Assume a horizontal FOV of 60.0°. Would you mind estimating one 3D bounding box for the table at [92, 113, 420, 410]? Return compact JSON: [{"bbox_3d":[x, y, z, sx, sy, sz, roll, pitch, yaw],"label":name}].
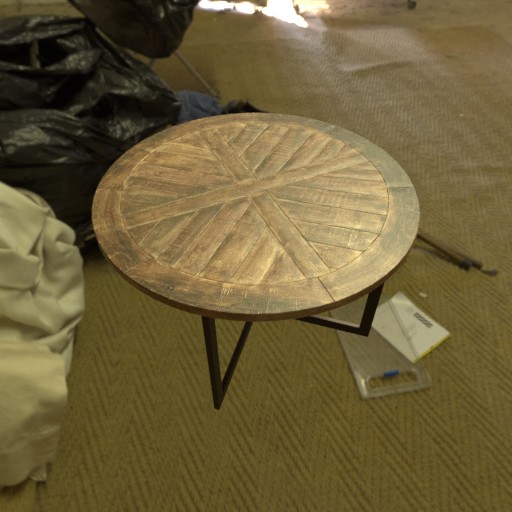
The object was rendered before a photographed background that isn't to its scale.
[{"bbox_3d":[0.000,0.000,2.026,1.264,0.762,1.264,0,45,0],"label":"table"}]
